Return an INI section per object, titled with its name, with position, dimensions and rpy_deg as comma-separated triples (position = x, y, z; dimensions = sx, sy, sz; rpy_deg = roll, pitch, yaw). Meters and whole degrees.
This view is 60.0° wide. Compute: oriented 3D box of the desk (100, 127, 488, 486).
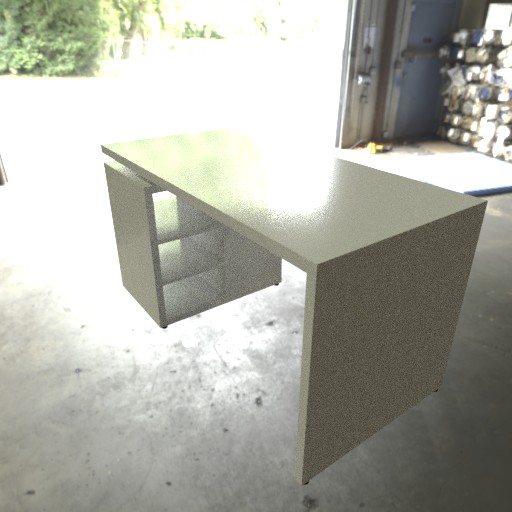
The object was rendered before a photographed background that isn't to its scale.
[desk]
position = 0.000, 0.000, 1.810
dimensions = 0.690, 0.740, 1.400
rpy_deg = -18, 32, -32
